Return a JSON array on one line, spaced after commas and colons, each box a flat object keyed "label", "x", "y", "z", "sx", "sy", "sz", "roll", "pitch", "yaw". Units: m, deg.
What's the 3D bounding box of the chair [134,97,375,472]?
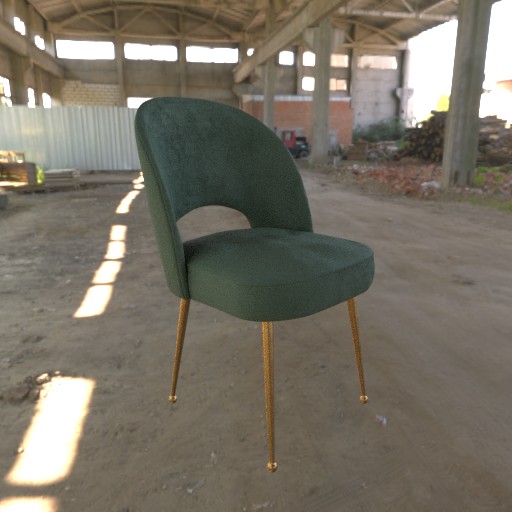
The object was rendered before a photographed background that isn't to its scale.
[{"label": "chair", "x": 0.000, "y": 0.000, "z": 1.219, "sx": 0.577, "sy": 0.860, "sz": 0.527, "roll": 14, "pitch": 20, "yaw": 43}]
